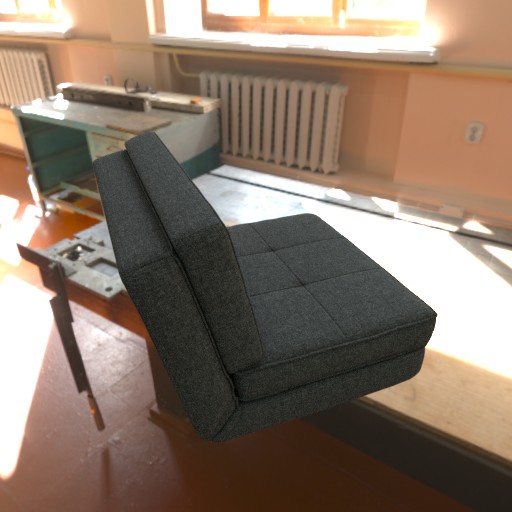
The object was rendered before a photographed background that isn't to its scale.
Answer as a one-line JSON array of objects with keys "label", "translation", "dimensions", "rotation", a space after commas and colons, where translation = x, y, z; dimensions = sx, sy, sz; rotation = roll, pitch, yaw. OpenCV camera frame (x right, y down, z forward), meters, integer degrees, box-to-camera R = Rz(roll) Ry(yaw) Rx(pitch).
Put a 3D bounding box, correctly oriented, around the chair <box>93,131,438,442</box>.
[{"label": "chair", "translation": [0.000, 0.000, 1.315], "dimensions": [0.800, 0.615, 0.740], "rotation": [-11, 32, -19]}]
